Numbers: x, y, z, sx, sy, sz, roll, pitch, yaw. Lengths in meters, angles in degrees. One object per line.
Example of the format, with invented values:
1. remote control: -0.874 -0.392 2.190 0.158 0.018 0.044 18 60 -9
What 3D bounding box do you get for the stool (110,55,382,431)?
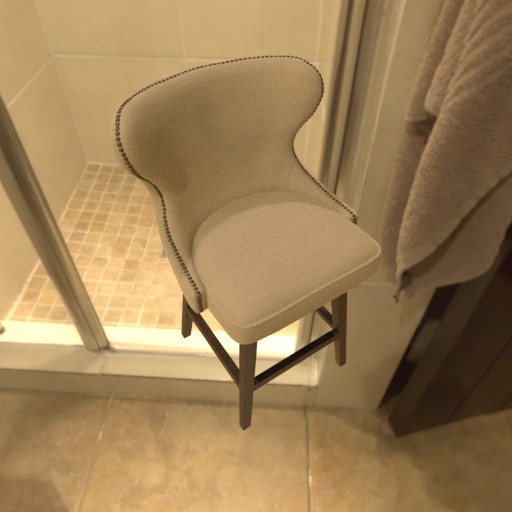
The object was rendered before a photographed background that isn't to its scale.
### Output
1. stool: 0.000 0.000 1.363 0.615 0.972 0.597 -26 52 -22
